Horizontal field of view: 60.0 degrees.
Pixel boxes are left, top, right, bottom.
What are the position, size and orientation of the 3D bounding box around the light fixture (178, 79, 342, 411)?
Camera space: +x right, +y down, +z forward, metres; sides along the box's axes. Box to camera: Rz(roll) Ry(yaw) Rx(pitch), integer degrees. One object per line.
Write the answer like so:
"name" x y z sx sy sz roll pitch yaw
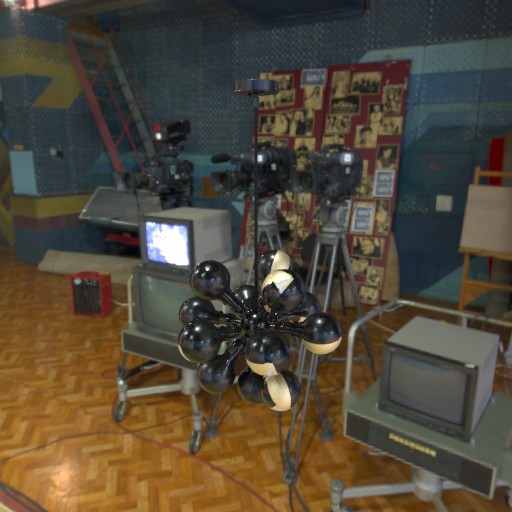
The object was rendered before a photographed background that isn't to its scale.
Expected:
"light fixture" 0.000 0.000 1.168 0.420 0.859 0.468 -2 14 -9
